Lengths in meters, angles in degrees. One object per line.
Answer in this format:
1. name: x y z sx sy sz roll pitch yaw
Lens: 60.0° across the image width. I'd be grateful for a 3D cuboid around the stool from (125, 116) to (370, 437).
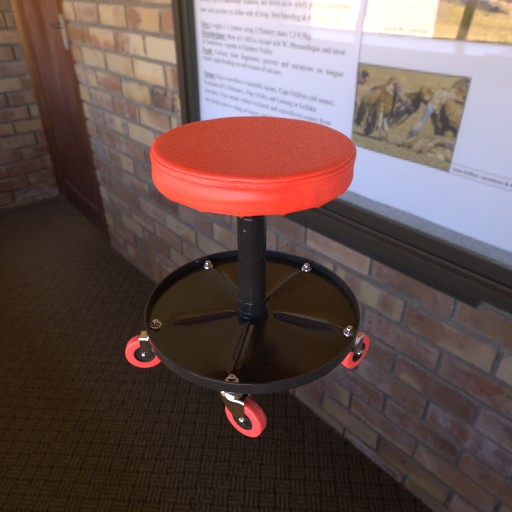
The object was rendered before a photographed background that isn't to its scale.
1. stool: 0.000 0.000 0.687 0.381 0.365 0.382 9 33 14
